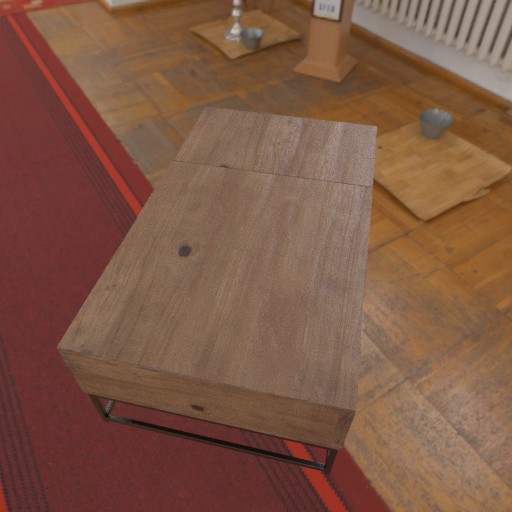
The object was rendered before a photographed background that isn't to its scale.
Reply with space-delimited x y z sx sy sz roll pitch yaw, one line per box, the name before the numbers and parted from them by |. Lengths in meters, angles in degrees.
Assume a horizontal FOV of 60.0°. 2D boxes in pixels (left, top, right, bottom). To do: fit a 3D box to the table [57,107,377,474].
table | 0.000 0.000 1.433 0.655 0.395 1.101 9 47 9
